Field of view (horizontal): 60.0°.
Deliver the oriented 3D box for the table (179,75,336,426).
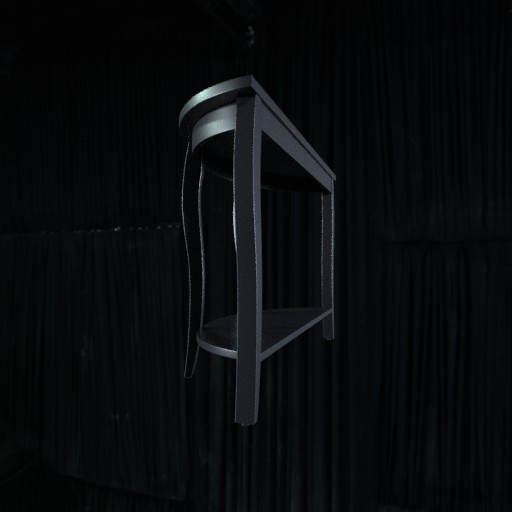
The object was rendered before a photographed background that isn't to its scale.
[{"bbox_3d":[0.000,0.000,1.607,0.394,0.780,1.219,0,-1,19],"label":"table"}]
